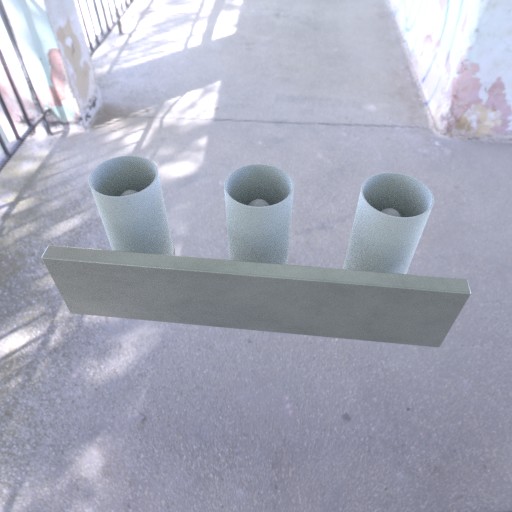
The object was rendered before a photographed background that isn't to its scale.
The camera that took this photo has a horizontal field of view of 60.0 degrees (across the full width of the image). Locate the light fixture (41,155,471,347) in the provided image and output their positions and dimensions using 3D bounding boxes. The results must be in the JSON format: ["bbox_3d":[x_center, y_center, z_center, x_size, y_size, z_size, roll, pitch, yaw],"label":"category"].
[{"bbox_3d":[0.000,0.000,0.546,0.451,0.172,0.145,5,48,4],"label":"light fixture"}]
